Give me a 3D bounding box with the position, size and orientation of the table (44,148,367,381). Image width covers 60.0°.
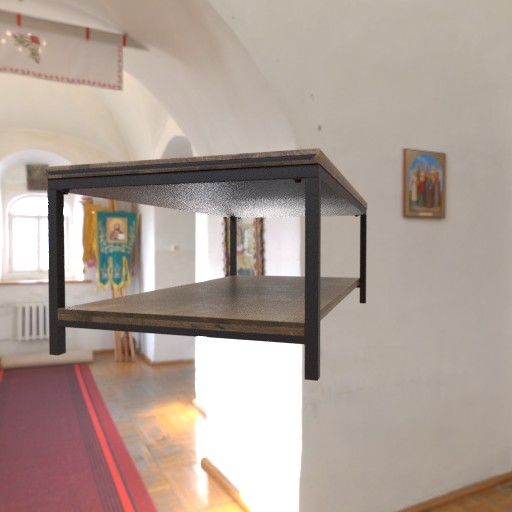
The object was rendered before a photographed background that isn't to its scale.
[{"bbox_3d":[0.000,0.000,1.339,0.574,0.393,1.062,1,2,18],"label":"table"}]
